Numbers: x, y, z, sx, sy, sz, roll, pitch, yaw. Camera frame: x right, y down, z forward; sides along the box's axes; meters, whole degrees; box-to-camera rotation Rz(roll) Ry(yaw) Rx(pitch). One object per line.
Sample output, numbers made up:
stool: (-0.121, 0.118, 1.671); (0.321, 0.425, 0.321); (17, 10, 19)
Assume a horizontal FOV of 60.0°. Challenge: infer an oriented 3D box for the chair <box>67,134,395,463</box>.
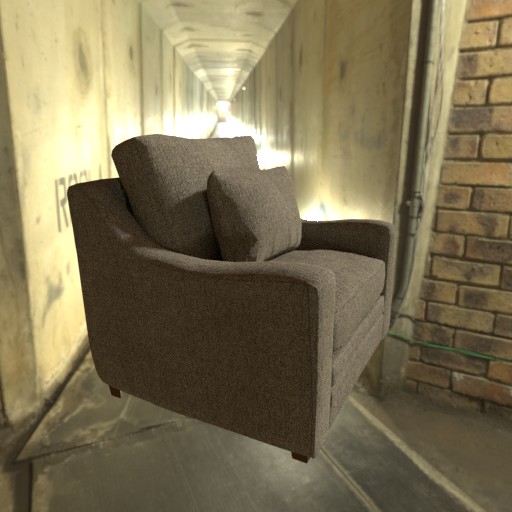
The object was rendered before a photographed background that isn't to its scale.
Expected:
chair: (0.000, 0.000, 1.944); (1.009, 1.037, 1.138); (7, 16, 27)
